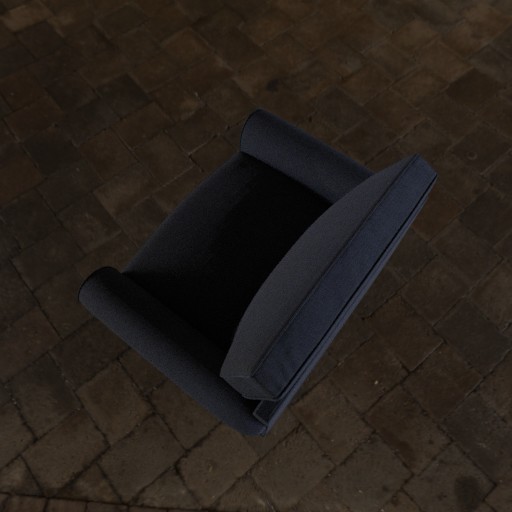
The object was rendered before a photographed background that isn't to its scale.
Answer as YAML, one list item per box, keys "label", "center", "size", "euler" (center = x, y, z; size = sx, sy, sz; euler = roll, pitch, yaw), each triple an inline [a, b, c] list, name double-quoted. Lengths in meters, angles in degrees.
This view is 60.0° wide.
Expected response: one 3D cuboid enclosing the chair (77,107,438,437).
- label: "chair"
  center: [0.000, 0.000, 2.001]
  size: [0.963, 1.044, 1.285]
  euler: [35, 70, 15]
